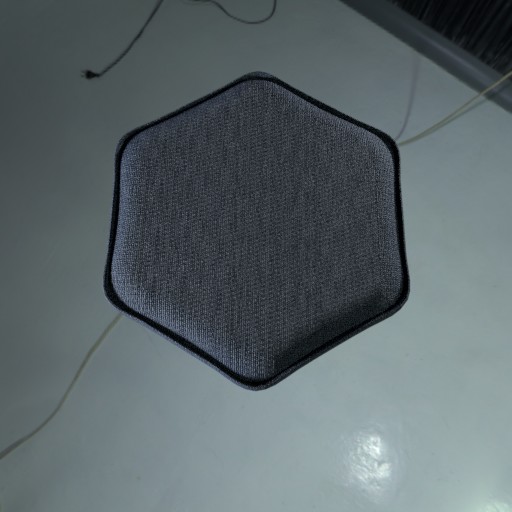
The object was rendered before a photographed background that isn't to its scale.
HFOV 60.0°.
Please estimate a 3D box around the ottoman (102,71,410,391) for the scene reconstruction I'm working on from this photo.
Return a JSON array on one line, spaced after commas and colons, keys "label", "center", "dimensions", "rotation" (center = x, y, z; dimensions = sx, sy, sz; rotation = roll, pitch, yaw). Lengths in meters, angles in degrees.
[{"label": "ottoman", "center": [0.000, 0.000, 0.878], "dimensions": [0.492, 0.505, 0.454], "rotation": [34, 78, 8]}]
